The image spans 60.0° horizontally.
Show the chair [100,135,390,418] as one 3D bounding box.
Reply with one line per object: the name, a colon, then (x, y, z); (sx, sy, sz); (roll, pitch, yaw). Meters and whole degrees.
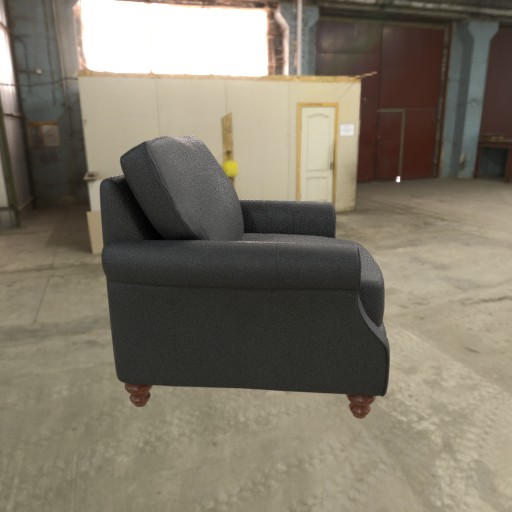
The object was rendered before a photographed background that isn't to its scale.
chair: (0.000, 0.000, 1.829); (1.027, 0.960, 1.015); (3, 16, 9)
